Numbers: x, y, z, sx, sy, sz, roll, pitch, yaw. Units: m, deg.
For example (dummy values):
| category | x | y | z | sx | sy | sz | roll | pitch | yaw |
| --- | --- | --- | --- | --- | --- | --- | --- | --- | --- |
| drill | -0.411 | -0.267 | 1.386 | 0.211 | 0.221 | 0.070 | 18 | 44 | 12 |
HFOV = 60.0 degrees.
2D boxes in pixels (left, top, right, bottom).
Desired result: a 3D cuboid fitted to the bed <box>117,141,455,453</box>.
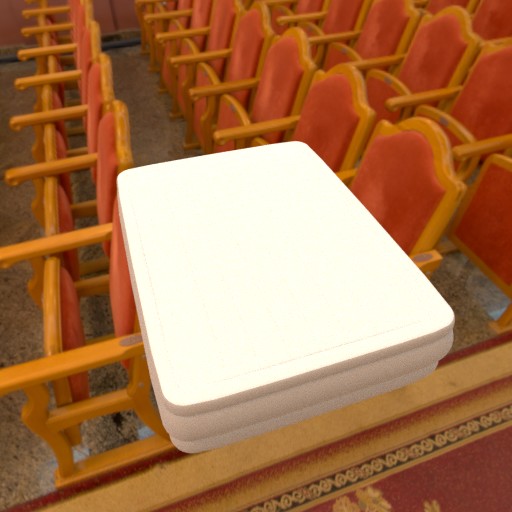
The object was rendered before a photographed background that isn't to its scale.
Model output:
| category | x | y | z | sx | sy | sz | roll | pitch | yaw |
| --- | --- | --- | --- | --- | --- | --- | --- | --- | --- |
| bed | 0.000 | 0.000 | 2.748 | 1.520 | 0.460 | 2.036 | -13 | 44 | -14 |
